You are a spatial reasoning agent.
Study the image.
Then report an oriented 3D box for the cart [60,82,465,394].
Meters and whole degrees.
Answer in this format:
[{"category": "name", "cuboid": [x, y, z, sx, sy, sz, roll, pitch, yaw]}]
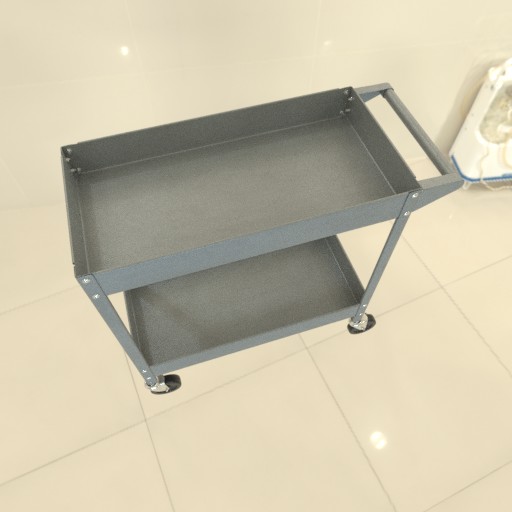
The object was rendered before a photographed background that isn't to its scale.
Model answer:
[{"category": "cart", "cuboid": [0.000, 0.000, 1.206, 0.779, 0.719, 0.366, -15, 58, -10]}]
